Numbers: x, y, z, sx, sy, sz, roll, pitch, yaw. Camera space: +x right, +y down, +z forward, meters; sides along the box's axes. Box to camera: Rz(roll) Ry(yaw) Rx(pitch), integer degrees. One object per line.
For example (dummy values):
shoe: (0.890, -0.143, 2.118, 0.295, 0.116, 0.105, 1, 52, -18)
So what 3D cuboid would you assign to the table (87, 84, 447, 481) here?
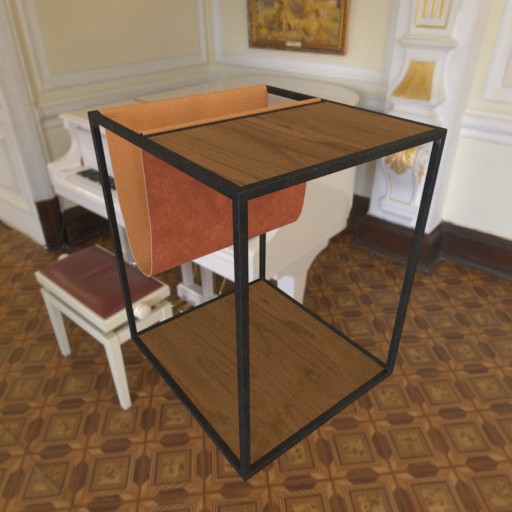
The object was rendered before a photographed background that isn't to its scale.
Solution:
table: (0.000, 0.000, 0.867, 0.399, 0.536, 0.450, -22, 38, -32)
